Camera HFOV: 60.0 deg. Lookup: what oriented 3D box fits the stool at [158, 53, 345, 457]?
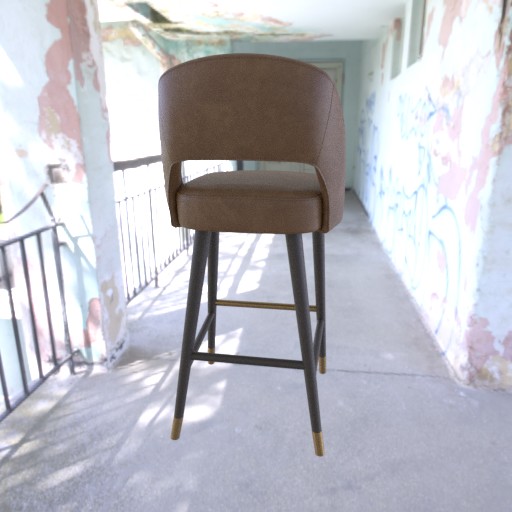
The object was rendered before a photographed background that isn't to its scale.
[{"bbox_3d":[0.000,0.000,1.312,0.494,1.037,0.509,3,17,9],"label":"stool"}]
